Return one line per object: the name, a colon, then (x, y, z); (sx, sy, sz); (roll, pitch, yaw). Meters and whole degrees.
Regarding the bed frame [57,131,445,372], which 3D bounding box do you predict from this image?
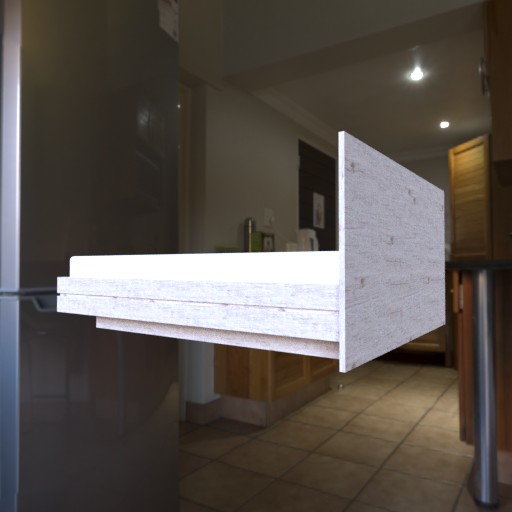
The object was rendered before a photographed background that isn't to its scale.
bed frame: (0.000, 0.000, 3.061); (2.080, 0.970, 1.750); (-1, -1, 35)
